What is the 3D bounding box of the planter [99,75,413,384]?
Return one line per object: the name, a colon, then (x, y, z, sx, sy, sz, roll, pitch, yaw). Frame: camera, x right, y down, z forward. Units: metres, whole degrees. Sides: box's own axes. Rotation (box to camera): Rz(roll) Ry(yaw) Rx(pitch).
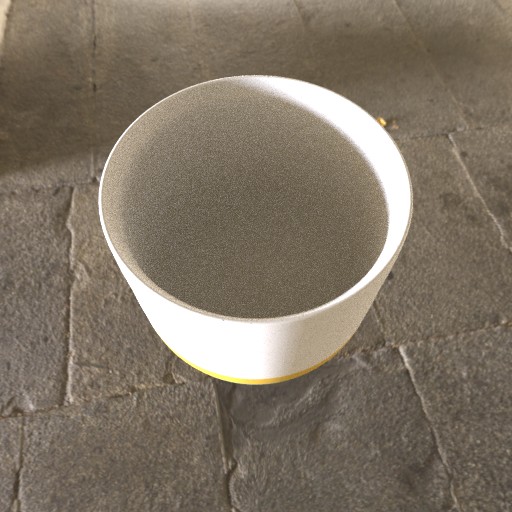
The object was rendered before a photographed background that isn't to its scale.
planter: (0.000, 0.000, 0.496, 0.268, 0.270, 0.268, 0, 60, 0)
